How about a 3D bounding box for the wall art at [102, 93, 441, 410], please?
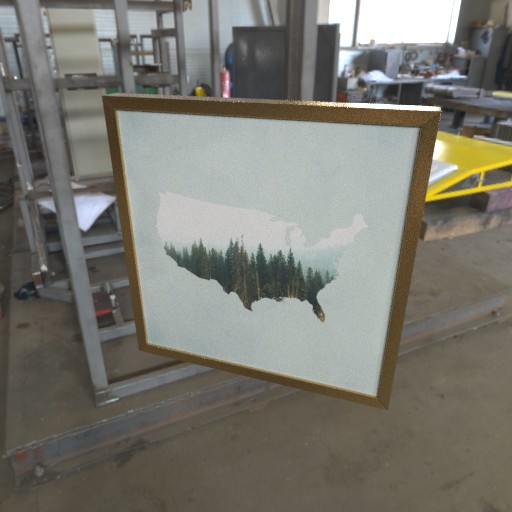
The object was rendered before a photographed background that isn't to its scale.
[{"bbox_3d":[0.000,0.000,0.764,0.509,0.509,0.040,9,28,17],"label":"wall art"}]
